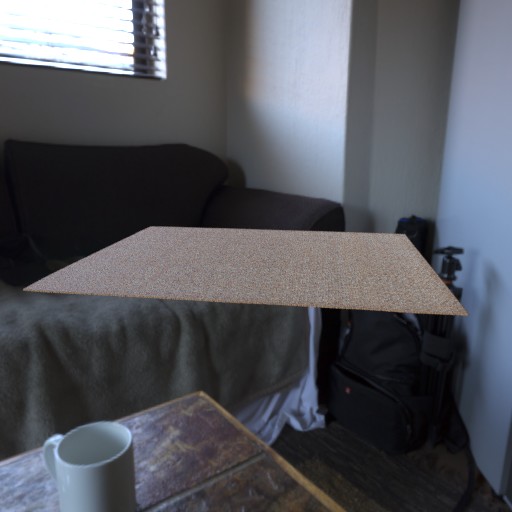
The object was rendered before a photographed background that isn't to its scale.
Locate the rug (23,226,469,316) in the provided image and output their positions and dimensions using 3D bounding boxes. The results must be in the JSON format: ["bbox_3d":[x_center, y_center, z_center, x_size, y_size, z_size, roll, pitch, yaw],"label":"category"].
[{"bbox_3d":[0.000,0.000,4.100,3.048,0.013,2.439,2,15,9],"label":"rug"}]
